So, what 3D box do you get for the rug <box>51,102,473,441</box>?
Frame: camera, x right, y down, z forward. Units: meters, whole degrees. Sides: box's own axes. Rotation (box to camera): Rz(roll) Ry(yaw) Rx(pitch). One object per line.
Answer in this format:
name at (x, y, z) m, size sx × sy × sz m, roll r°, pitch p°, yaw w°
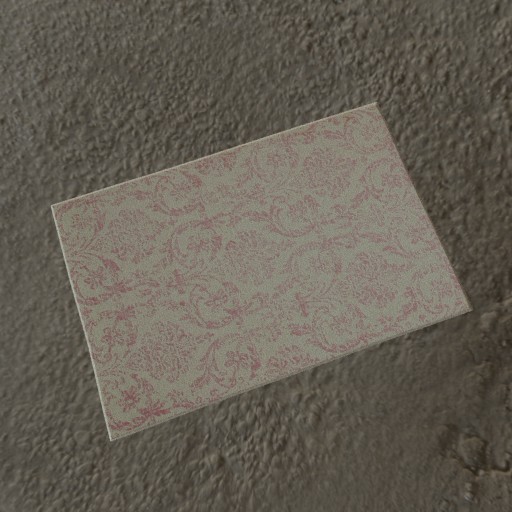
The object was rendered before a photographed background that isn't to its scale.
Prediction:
rug at (0.000, 0.000, 3.351) m, size 2.746 × 0.018 × 1.819 m, roll -19°, pitch 77°, yaw -4°
